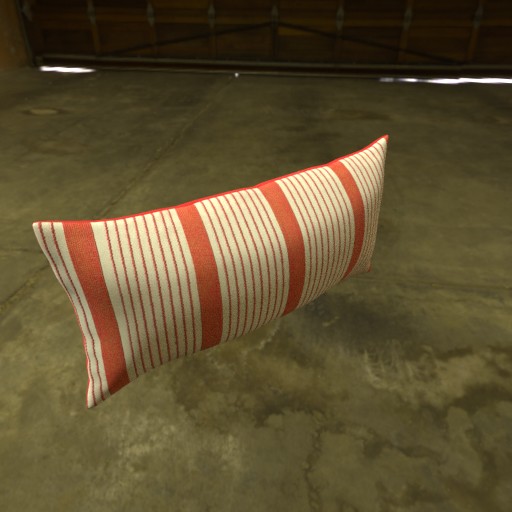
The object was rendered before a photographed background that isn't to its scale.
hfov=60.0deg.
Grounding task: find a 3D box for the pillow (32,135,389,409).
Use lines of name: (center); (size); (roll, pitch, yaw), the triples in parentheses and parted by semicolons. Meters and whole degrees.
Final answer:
pillow: (0.000, 0.000, 0.716); (0.608, 0.297, 0.151); (-21, 37, -31)
